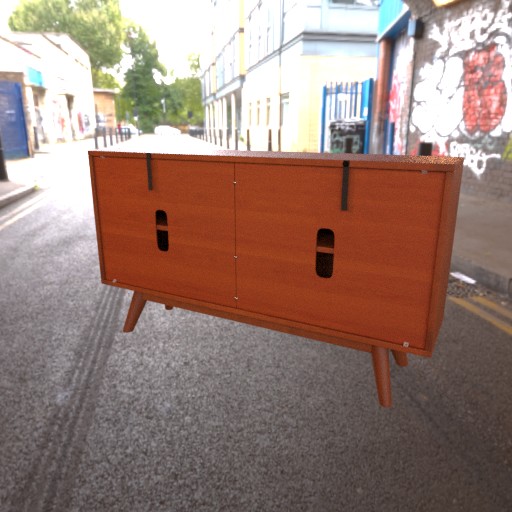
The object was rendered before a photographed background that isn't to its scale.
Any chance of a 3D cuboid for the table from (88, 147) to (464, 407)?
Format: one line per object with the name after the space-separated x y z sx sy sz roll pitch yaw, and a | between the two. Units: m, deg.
0.000 0.000 1.539 1.220 0.698 0.308 9 19 27 | table
